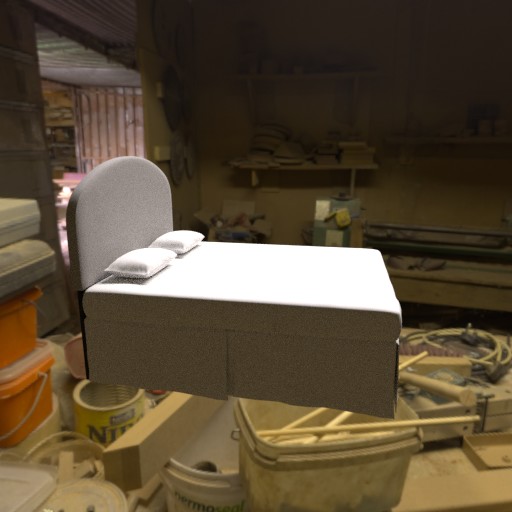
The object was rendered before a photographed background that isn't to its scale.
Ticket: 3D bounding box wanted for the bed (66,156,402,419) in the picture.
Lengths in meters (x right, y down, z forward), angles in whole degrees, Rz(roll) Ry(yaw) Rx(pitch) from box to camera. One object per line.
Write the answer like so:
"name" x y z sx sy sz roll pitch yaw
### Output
"bed" 0.000 0.000 3.233 2.005 1.410 1.607 3 14 11
